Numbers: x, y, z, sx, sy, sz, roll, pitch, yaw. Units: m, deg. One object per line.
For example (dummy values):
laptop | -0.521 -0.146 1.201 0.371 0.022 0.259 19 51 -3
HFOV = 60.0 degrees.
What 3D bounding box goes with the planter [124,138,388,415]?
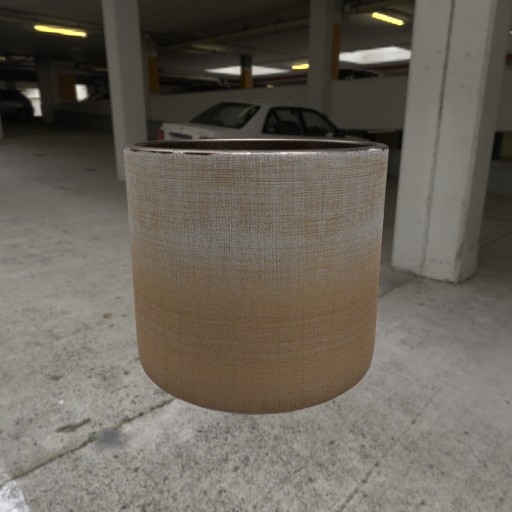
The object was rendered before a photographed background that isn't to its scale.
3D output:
planter | 0.000 0.000 0.405 0.221 0.201 0.221 0 17 0
